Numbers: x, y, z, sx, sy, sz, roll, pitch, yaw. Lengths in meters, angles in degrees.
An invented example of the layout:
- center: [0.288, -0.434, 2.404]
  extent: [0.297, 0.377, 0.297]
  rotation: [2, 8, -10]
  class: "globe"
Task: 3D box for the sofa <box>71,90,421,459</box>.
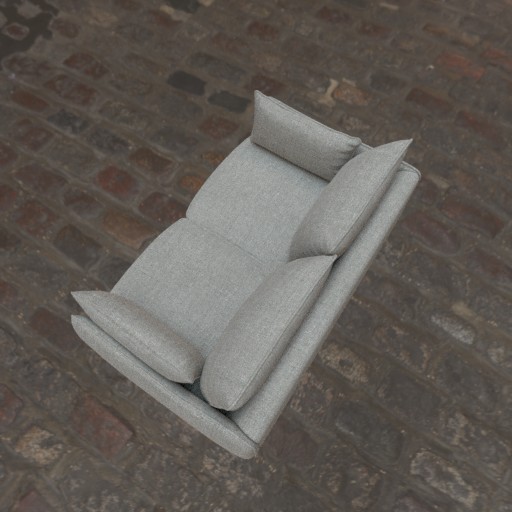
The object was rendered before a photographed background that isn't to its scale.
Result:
- center: [0.000, 0.000, 2.155]
  extent: [0.972, 0.851, 1.580]
  rotation: [31, 67, 15]
  class: "sofa"
